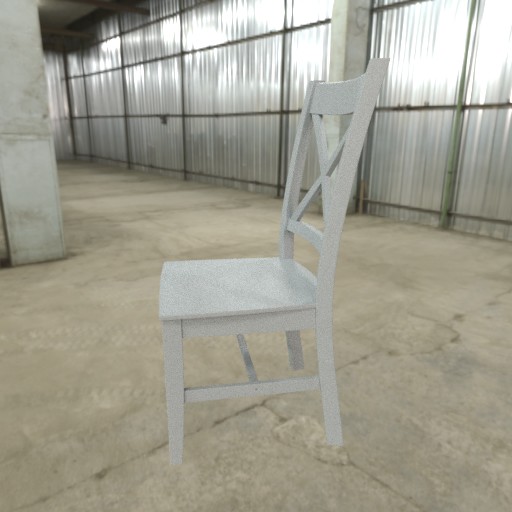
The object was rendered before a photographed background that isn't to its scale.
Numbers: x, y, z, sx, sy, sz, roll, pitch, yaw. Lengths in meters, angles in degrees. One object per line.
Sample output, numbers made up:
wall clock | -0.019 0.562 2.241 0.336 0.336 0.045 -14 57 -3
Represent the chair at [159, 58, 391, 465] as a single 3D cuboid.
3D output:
chair | 0.000 0.000 1.260 0.542 0.983 0.485 -3 16 -9
